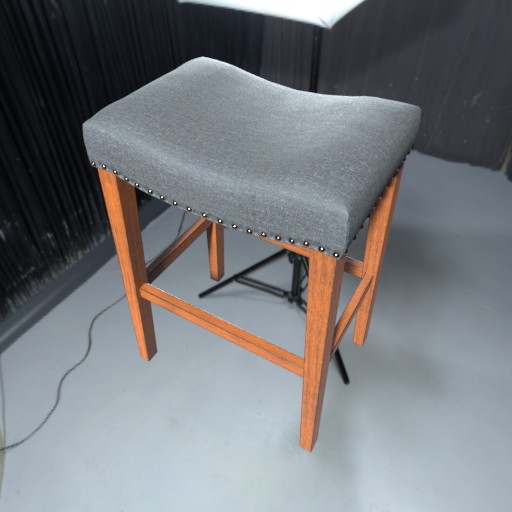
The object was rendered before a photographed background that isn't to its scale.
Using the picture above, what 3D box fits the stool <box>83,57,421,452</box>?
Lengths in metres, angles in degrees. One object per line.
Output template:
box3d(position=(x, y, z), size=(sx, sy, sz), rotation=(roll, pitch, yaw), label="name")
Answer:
box3d(position=(0.000, 0.000, 0.848), size=(0.439, 0.612, 0.320), rotation=(22, 48, 21), label="stool")
